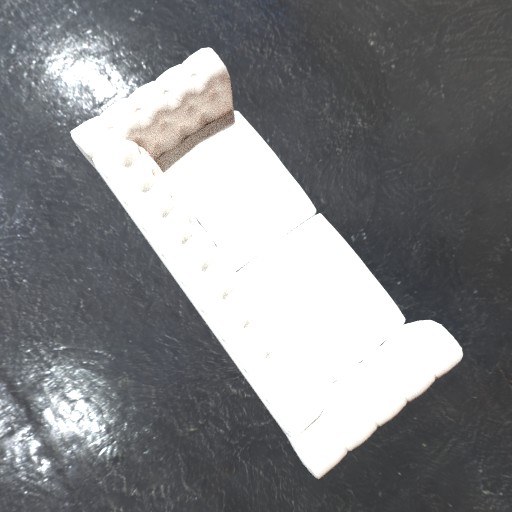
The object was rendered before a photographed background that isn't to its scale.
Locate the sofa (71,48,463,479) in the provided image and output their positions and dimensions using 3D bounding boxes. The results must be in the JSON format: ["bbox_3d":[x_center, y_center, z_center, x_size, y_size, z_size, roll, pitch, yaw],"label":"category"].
[{"bbox_3d":[0.000,0.000,2.196,0.771,0.796,1.798,-36,79,-8],"label":"sofa"}]
